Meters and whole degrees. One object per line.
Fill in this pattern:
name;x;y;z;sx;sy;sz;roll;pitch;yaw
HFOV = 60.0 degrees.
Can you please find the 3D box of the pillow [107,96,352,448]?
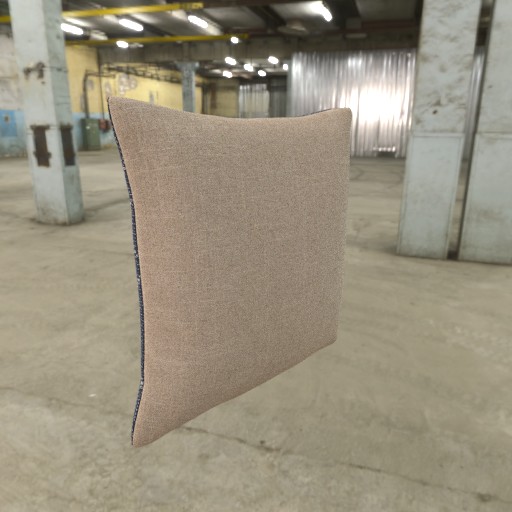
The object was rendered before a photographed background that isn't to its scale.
pillow;0.000;0.000;0.653;0.435;0.428;0.148;-15;22;-42
